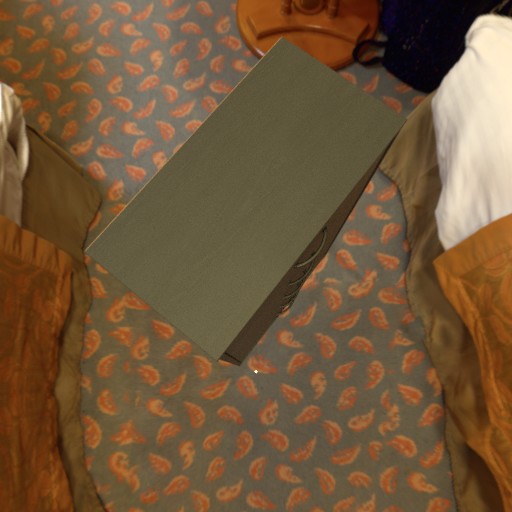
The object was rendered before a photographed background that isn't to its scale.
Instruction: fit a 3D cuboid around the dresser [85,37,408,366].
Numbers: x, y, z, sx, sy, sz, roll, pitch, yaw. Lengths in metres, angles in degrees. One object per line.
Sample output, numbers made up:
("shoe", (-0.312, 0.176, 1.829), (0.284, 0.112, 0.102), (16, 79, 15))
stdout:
("dresser", (0.000, 0.000, 1.602), (0.399, 1.255, 0.704), (37, 78, 9))
